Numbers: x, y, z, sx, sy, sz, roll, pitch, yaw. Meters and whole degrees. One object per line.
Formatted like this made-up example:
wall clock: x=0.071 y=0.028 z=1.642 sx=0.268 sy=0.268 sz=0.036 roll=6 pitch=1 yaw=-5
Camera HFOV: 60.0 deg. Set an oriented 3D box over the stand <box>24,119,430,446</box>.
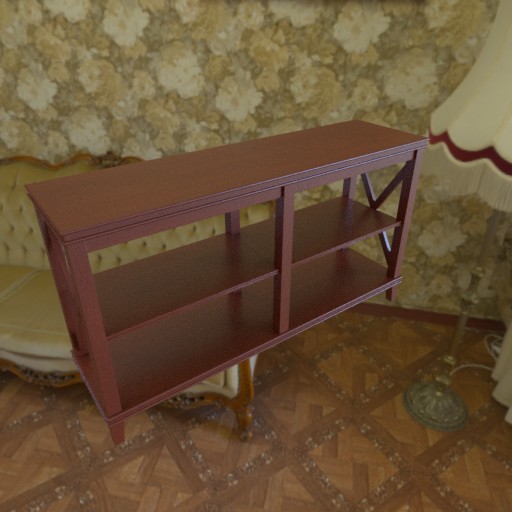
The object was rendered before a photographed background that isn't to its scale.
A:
stand: x=0.000 y=0.000 z=1.678 sx=1.372 sy=0.762 sz=0.381 roll=-20 pitch=36 yaw=-30
